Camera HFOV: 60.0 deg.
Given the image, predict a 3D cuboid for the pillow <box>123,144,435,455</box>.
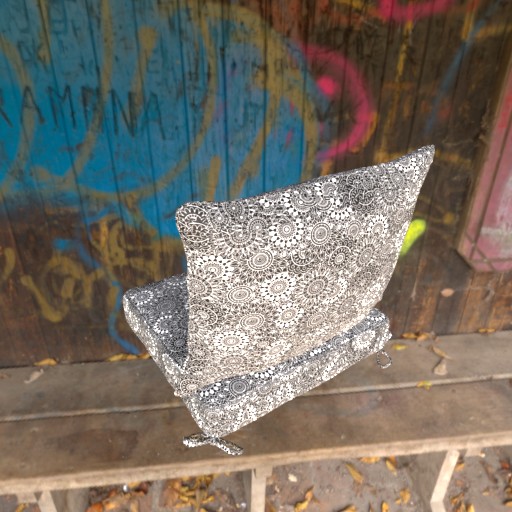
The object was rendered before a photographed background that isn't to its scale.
[{"bbox_3d":[0.000,0.000,1.378,0.798,0.722,0.740,-19,35,-29],"label":"pillow"}]
